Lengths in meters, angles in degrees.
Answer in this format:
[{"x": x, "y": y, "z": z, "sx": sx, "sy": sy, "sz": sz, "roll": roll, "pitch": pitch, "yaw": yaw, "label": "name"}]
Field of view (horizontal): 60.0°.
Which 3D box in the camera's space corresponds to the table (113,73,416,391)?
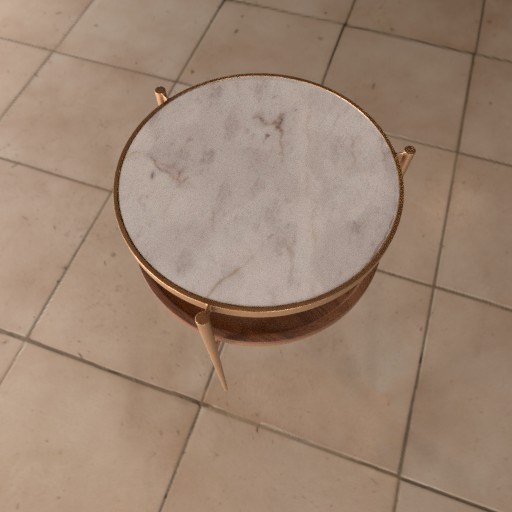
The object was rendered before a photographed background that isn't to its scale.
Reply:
[{"x": 0.000, "y": 0.000, "z": 0.860, "sx": 0.430, "sy": 0.493, "sz": 0.456, "roll": 16, "pitch": 65, "yaw": 8, "label": "table"}]
